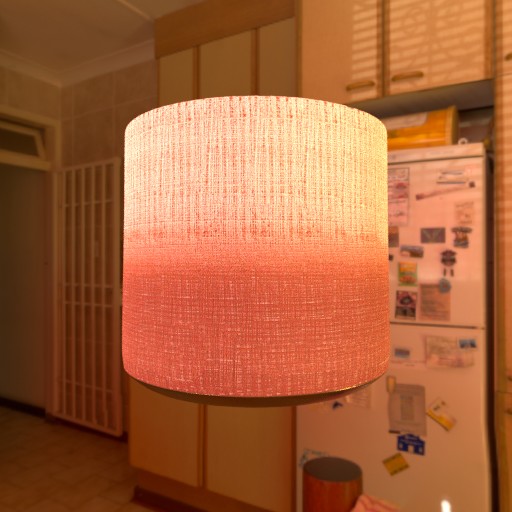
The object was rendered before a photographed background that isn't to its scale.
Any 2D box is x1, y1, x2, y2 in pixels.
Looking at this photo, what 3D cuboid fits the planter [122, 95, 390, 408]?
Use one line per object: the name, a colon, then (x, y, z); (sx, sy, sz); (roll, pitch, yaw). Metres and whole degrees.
planter: (0.000, 0.000, 0.382); (0.221, 0.201, 0.221); (0, 0, 0)
